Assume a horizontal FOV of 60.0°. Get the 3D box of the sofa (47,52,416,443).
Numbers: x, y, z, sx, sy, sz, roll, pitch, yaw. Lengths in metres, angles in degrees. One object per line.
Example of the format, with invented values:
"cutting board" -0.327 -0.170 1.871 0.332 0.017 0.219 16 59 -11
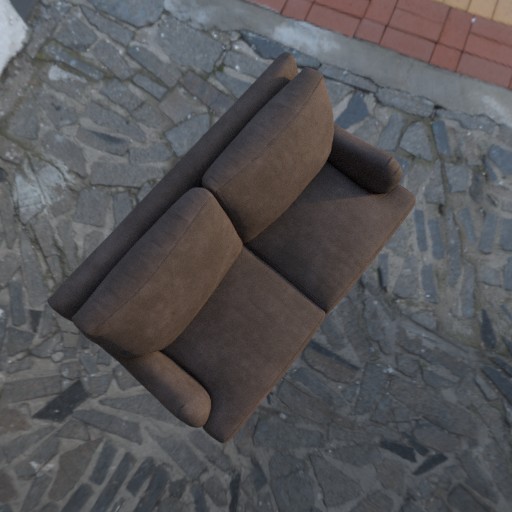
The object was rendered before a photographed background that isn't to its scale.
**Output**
"sofa" 0.000 0.000 2.563 1.084 1.101 1.853 39 79 9
